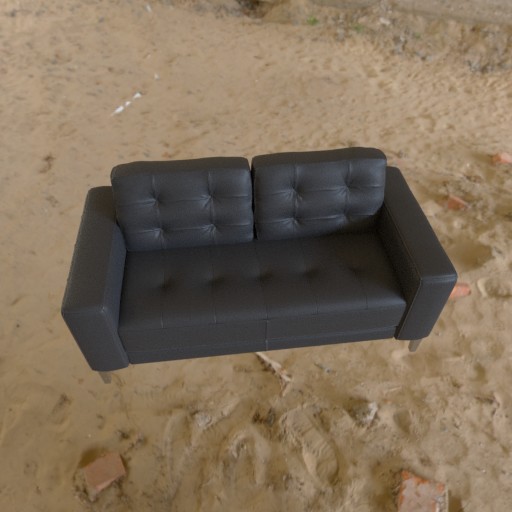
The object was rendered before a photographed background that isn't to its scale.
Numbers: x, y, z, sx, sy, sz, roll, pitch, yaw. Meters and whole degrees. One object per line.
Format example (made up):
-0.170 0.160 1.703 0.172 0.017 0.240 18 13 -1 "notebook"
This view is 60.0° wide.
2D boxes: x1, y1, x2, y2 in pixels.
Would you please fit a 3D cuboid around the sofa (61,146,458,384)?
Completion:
0.000 0.000 2.263 1.726 0.893 0.833 -5 47 -4 "sofa"
